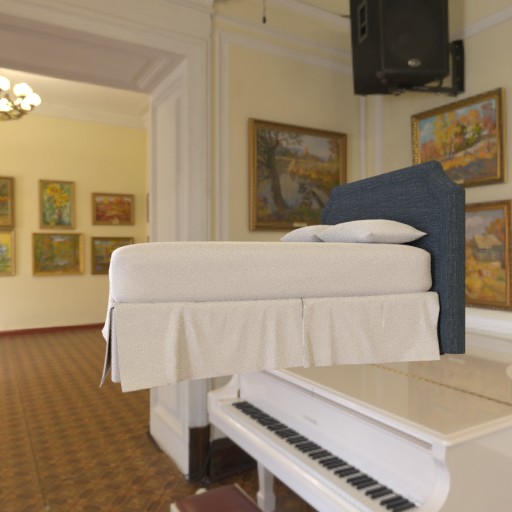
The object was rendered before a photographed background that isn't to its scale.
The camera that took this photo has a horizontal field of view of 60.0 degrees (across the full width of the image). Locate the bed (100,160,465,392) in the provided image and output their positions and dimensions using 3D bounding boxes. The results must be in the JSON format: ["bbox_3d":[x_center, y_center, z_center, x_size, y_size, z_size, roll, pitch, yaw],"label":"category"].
[{"bbox_3d":[0.000,0.000,3.299,2.208,1.297,1.828,0,1,-18],"label":"bed"}]
